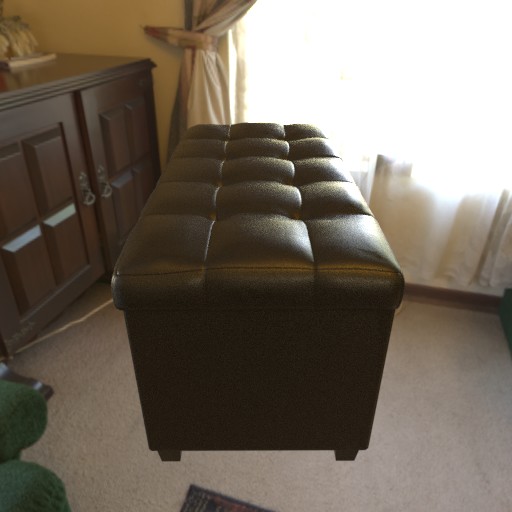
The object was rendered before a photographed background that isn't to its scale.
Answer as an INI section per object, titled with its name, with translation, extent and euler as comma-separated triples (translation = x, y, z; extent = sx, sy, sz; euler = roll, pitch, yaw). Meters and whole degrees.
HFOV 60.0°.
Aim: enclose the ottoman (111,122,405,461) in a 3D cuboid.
[ottoman]
translation = 0.000, 0.000, 1.075
extent = 0.432, 0.470, 0.838
euler = 0, 30, 0
